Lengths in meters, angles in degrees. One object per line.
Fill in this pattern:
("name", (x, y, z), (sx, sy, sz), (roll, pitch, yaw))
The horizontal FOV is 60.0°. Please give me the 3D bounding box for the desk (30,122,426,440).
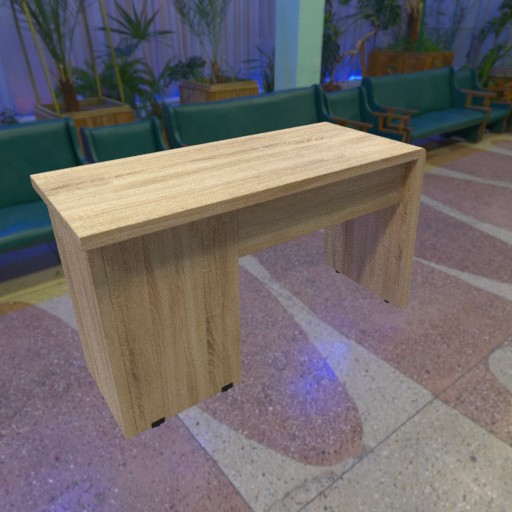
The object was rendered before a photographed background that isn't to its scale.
("desk", (0.000, 0.000, 1.655), (1.300, 0.750, 0.500), (-19, 35, -30))
